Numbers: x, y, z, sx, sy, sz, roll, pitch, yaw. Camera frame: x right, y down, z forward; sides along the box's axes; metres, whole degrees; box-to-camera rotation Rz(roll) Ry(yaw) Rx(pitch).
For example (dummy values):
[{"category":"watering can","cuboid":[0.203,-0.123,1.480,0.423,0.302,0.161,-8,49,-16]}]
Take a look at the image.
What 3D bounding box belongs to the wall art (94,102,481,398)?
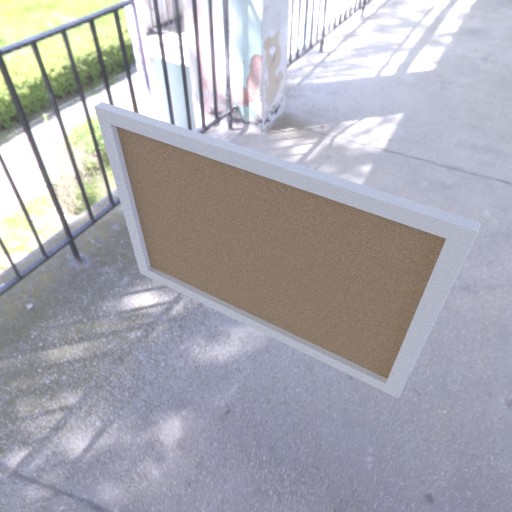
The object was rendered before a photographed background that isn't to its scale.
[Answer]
[{"category":"wall art","cuboid":[0.000,0.000,1.454,1.144,0.767,0.038,23,50,21]}]
